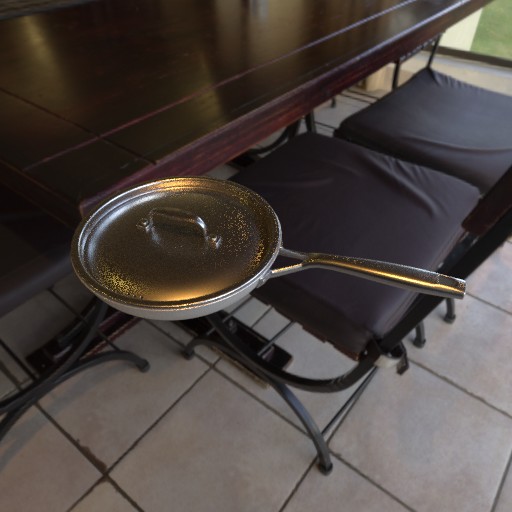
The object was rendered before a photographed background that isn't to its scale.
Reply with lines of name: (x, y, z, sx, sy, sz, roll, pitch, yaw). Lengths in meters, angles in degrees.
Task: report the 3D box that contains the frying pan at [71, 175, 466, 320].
frying pan: (0.000, 0.000, 0.566, 0.490, 0.086, 0.272, 13, 44, 14)
